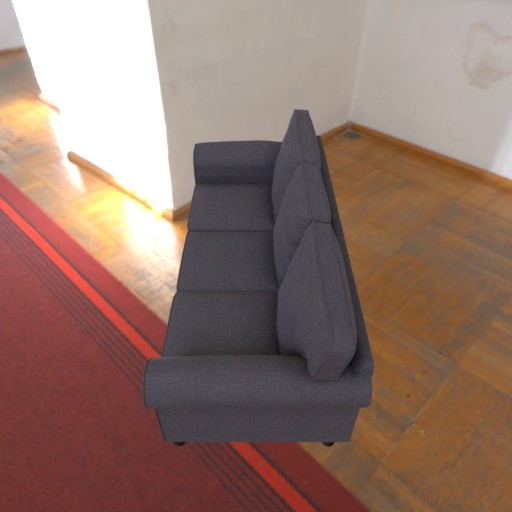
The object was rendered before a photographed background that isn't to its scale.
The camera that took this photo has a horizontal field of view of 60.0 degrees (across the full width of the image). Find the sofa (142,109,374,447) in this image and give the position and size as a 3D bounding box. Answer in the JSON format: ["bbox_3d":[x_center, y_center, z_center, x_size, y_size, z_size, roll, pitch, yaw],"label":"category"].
[{"bbox_3d":[0.000,0.000,2.593,0.909,0.966,2.084,0,41,0],"label":"sofa"}]
